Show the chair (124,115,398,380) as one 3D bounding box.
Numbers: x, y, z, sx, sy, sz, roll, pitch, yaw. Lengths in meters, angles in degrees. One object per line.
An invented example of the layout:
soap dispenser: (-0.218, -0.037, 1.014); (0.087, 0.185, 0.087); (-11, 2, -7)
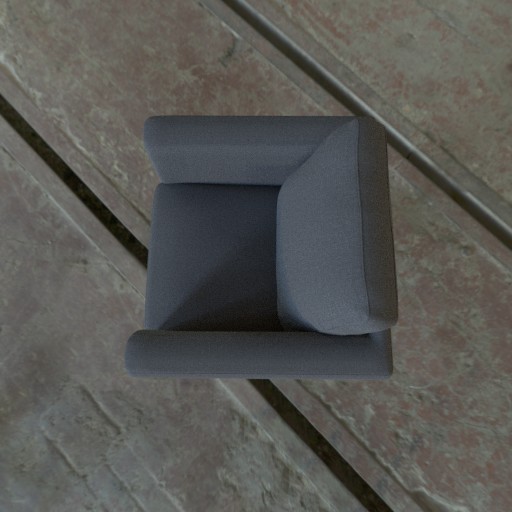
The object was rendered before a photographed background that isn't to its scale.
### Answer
chair: (0.000, 0.000, 1.588); (0.800, 0.927, 0.854); (0, 75, 0)
